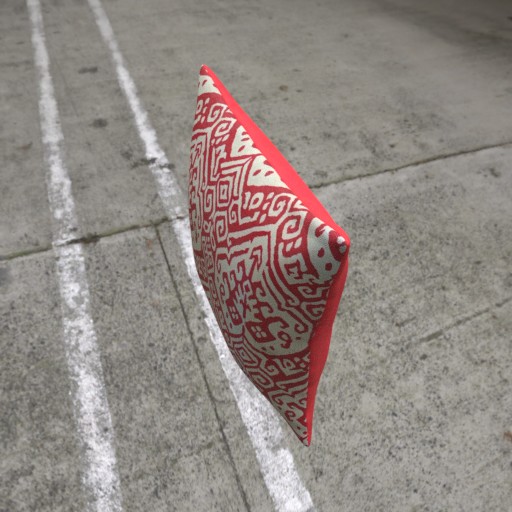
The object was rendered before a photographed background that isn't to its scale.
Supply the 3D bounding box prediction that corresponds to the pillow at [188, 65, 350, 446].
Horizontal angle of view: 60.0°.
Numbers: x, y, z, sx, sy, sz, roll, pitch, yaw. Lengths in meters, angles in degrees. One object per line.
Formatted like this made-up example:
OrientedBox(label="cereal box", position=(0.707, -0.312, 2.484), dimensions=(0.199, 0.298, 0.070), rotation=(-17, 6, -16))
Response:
OrientedBox(label="pillow", position=(0.000, 0.000, 0.802), dimensions=(0.192, 0.507, 0.522), rotation=(-15, 46, -15))
